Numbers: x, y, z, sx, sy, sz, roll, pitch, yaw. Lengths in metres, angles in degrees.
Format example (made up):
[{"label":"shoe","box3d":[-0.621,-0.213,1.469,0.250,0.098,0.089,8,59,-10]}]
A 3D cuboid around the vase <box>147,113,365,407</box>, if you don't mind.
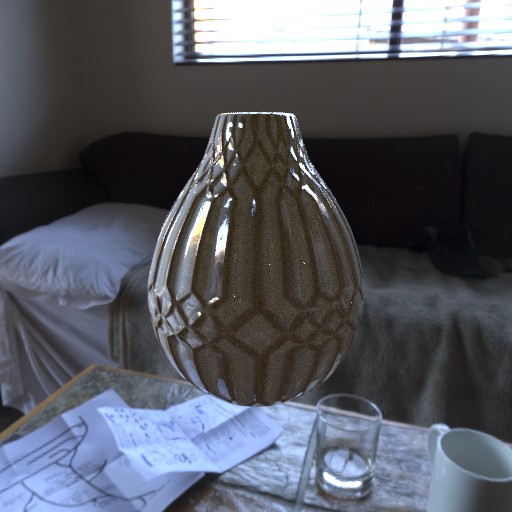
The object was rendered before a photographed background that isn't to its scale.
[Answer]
[{"label":"vase","box3d":[0.000,0.000,0.328,0.159,0.200,0.159,0,16,0]}]
